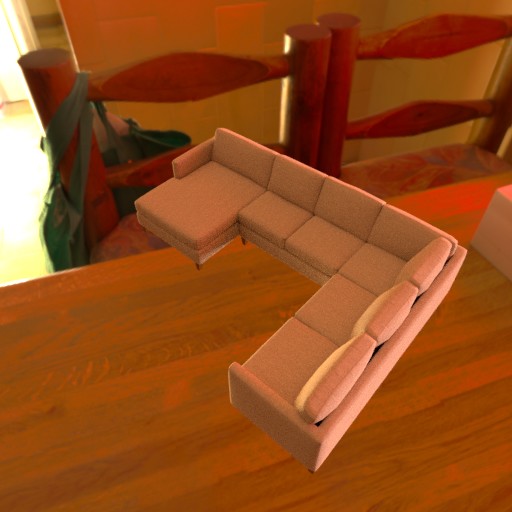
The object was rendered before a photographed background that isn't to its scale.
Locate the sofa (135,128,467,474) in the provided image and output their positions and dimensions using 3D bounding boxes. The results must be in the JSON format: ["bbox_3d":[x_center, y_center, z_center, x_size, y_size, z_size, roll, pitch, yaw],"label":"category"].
[{"bbox_3d":[0.000,0.000,4.731,3.460,0.961,2.594,32,54,27],"label":"sofa"}]
